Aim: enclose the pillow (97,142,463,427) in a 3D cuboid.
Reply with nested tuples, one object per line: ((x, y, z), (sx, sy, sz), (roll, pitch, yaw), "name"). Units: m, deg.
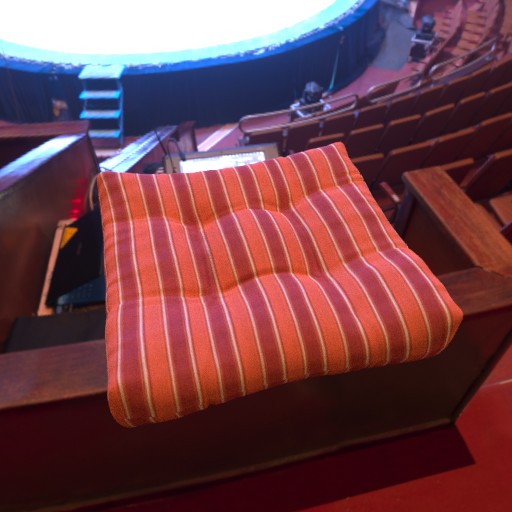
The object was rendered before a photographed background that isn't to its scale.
((0.000, 0.000, 0.733), (0.490, 0.133, 0.468), (-11, 48, -10), "pillow")
